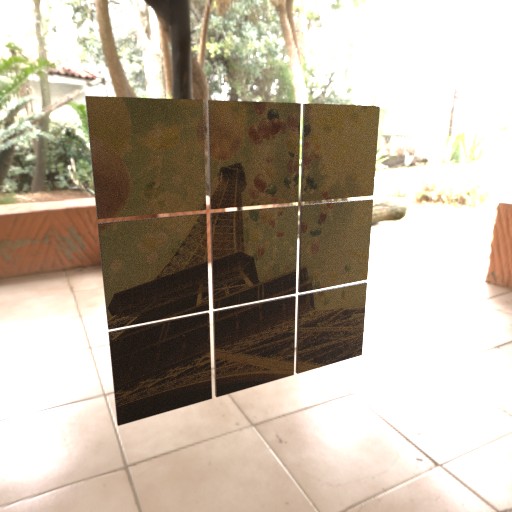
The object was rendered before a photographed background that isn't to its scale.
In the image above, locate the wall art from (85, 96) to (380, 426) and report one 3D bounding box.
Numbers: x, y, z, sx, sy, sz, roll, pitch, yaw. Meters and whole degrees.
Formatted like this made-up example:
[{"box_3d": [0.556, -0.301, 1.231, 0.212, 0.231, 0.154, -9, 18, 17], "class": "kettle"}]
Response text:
[{"box_3d": [0.000, 0.000, 1.892, 1.256, 1.246, 0.017, -8, 18, -27], "class": "wall art"}]
